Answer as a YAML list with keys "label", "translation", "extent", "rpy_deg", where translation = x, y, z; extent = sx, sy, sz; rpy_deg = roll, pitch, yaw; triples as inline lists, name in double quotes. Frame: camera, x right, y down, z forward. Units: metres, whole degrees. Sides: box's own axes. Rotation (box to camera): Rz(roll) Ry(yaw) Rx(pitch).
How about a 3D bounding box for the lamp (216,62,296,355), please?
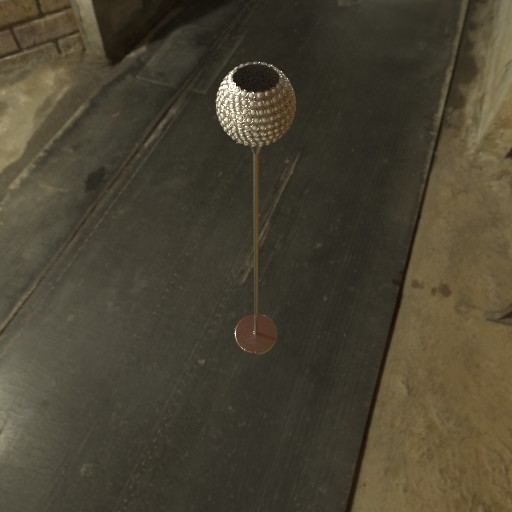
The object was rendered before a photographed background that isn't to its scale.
- label: "lamp"
  translation: [0.000, 0.000, 1.956]
  extent: [0.254, 1.805, 0.254]
  rpy_deg: [0, 58, 0]
